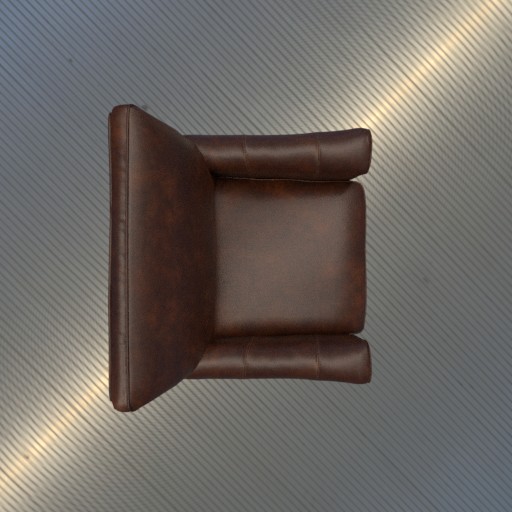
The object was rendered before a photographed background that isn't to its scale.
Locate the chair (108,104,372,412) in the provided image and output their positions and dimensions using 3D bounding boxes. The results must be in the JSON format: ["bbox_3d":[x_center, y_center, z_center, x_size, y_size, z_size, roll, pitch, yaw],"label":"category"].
[{"bbox_3d":[0.000,0.000,1.635,0.823,0.943,0.870,0,90,-2],"label":"chair"}]
